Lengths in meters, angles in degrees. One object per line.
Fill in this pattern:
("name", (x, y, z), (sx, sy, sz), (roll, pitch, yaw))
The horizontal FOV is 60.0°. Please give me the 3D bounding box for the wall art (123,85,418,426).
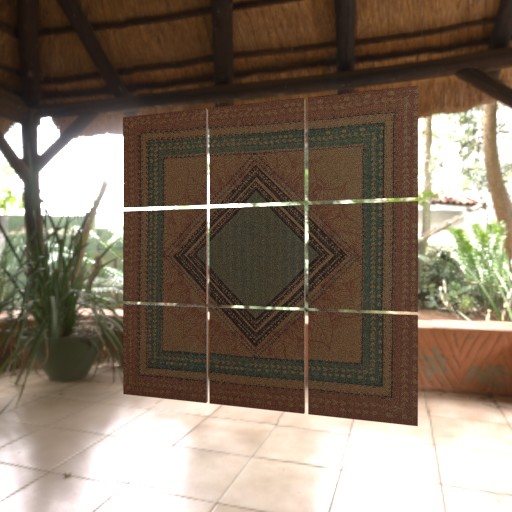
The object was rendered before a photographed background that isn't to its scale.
("wall art", (0.000, 0.000, 1.332), (0.915, 0.914, 0.013), (0, 0, 17))
